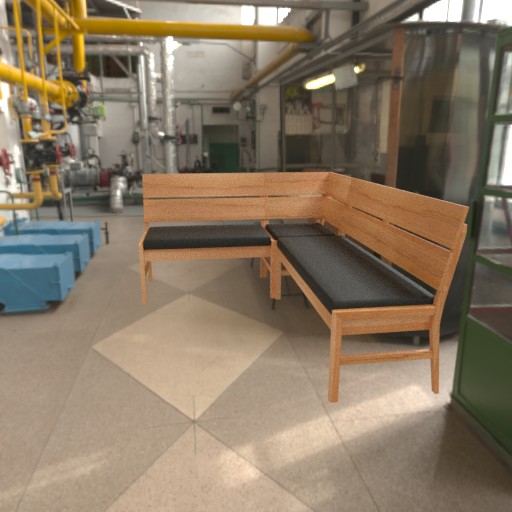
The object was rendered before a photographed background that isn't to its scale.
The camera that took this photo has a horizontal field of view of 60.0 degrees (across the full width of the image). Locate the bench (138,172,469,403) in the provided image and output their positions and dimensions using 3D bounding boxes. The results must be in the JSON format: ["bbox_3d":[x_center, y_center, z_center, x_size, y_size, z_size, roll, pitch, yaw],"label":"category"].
[{"bbox_3d":[0.000,0.000,2.811,1.548,0.890,1.948,-2,15,-8],"label":"bench"}]
